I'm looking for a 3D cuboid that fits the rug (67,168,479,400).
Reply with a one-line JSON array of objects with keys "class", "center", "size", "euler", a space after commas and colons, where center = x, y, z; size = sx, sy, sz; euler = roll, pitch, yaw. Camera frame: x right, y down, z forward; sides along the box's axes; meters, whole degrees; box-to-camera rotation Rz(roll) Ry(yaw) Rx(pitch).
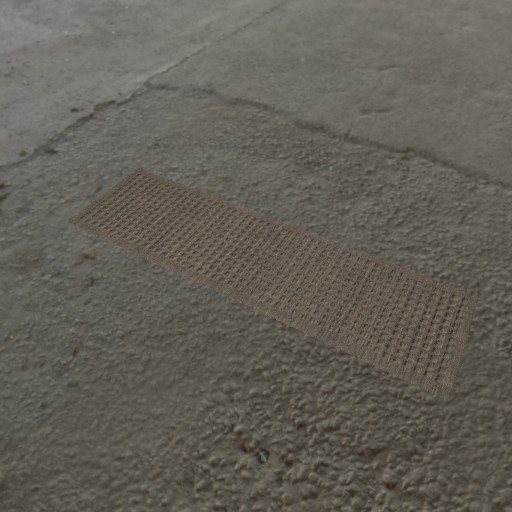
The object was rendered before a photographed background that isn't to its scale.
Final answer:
[{"class": "rug", "center": [0.000, 0.000, 2.657], "size": [2.443, 0.009, 0.706], "euler": [23, 50, 21]}]
